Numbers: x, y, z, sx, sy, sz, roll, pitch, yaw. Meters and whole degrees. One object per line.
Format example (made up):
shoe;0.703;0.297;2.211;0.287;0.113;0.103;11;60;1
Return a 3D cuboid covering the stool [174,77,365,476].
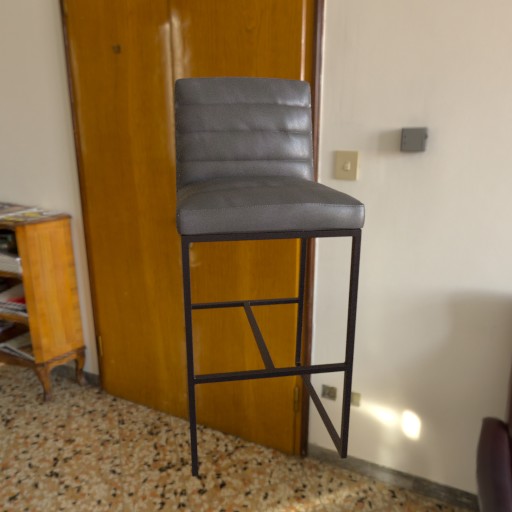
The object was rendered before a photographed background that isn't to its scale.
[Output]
stool;0.000;0.000;1.340;0.463;1.065;0.562;-3;16;-9
